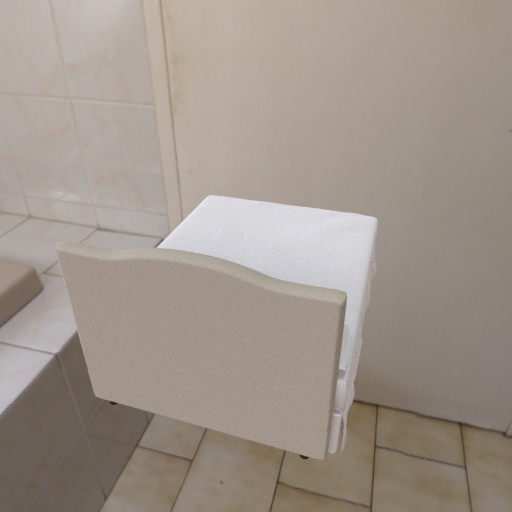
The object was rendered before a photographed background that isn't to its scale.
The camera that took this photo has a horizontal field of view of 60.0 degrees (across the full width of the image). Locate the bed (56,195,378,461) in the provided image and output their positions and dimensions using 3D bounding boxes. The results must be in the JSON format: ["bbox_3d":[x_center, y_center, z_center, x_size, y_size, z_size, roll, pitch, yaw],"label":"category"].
[{"bbox_3d":[0.000,0.000,3.699,1.977,1.437,2.477,10,33,15],"label":"bed"}]
